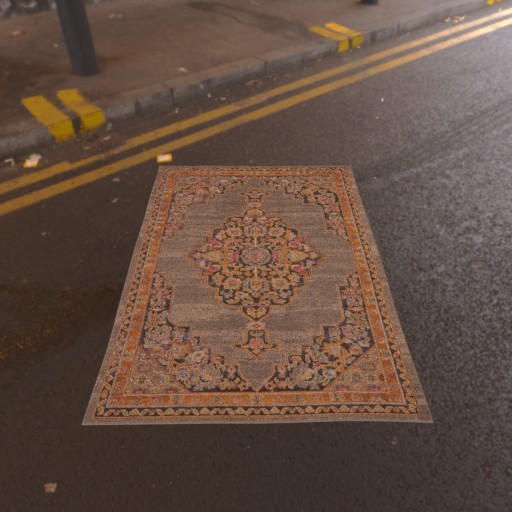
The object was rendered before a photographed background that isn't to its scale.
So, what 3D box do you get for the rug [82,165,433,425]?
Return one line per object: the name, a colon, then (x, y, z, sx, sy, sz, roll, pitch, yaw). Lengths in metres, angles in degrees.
rug: (0.000, 0.000, 3.643, 2.043, 0.026, 2.901, 0, 42, 0)
